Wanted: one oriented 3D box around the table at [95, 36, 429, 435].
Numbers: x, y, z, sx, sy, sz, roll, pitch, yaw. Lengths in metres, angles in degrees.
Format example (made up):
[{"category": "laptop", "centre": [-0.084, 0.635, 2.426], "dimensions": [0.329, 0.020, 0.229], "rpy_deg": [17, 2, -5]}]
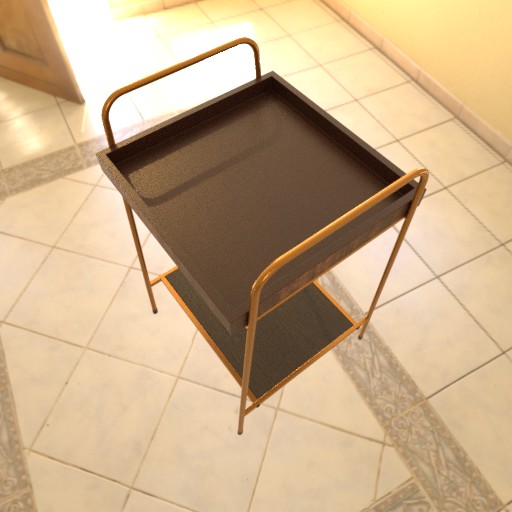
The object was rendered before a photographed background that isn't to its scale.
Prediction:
[{"category": "table", "centre": [0.000, 0.000, 0.967], "dimensions": [0.430, 0.710, 0.430], "rpy_deg": [-32, 62, -19]}]
